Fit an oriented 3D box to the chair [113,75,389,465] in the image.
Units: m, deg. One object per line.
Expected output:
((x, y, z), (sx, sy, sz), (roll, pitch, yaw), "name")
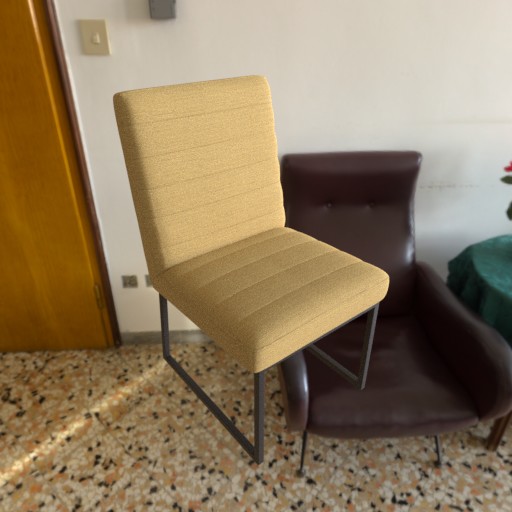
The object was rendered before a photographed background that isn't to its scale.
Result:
((0.000, 0.000, 1.342), (0.520, 0.930, 0.634), (-22, 37, -33), "chair")
